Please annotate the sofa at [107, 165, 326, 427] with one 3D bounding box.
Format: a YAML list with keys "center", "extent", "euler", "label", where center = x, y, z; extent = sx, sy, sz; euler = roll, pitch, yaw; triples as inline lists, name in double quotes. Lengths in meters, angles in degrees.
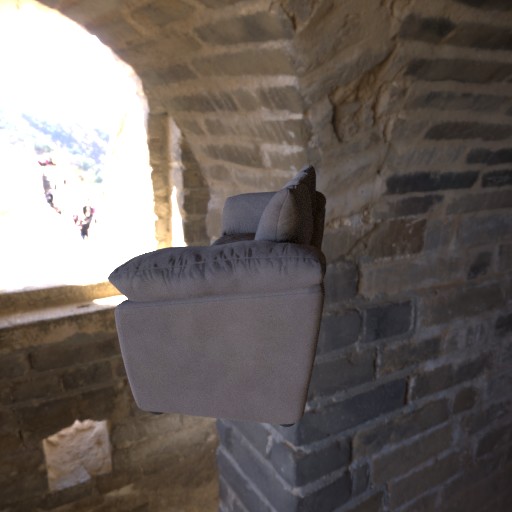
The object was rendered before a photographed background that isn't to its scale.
- center: [0.000, 0.000, 2.856]
  extent: [0.878, 1.073, 2.336]
  euler: [2, 15, 8]
  label: "sofa"
